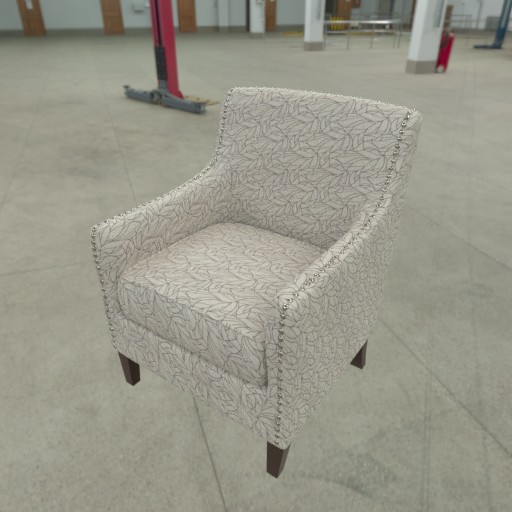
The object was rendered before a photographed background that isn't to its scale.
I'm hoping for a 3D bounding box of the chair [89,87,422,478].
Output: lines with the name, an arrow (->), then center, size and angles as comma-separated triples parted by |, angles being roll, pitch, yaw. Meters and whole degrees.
chair -> 0.000, 0.000, 1.270 | 0.623, 0.816, 0.651 | 19, 35, 30
